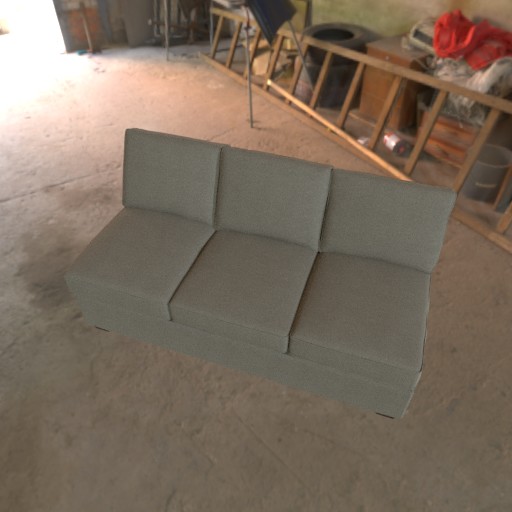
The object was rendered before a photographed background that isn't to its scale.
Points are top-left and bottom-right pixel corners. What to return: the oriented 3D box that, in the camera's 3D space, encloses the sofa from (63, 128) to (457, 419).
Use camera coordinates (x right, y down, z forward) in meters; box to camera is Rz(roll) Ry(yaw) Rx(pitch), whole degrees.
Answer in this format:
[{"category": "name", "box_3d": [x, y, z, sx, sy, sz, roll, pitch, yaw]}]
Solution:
[{"category": "sofa", "box_3d": [0.000, 0.000, 2.747, 2.092, 1.036, 1.127, 13, 44, 14]}]
